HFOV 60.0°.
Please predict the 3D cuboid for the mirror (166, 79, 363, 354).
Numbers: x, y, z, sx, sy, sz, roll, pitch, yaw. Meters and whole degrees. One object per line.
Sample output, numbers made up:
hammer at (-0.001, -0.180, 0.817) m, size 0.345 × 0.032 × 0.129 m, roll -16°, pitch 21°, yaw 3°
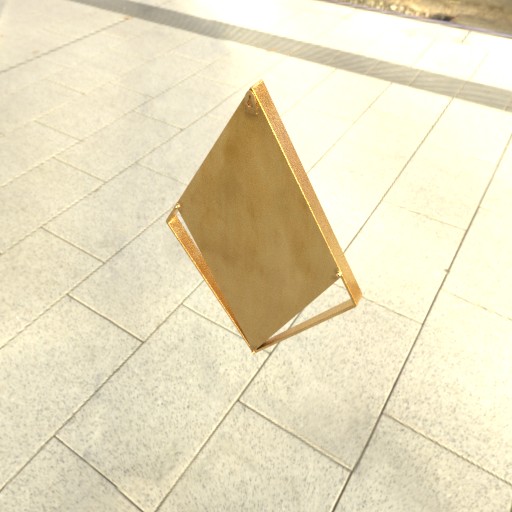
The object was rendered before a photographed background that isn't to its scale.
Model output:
mirror at (0.000, 0.000, 0.844) m, size 0.419 × 0.679 × 0.032 m, roll 24°, pitch 51°, yaw 21°
